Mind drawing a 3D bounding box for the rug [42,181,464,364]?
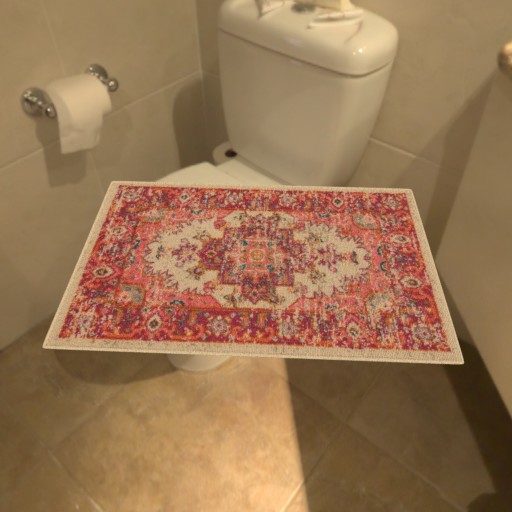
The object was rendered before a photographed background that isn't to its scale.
[{"bbox_3d":[0.000,0.000,1.094,0.868,0.004,0.556,2,48,2],"label":"rug"}]
